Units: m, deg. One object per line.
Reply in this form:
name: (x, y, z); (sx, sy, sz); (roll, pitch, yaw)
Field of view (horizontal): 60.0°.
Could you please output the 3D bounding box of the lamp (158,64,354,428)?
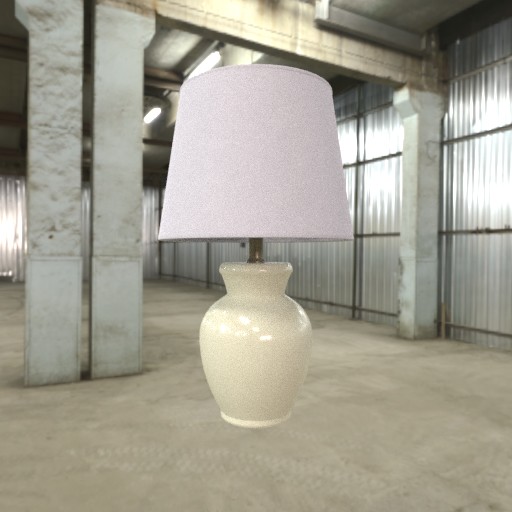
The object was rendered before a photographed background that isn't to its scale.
lamp: (0.000, 0.000, 0.554); (0.239, 0.399, 0.239); (0, 1, 0)
